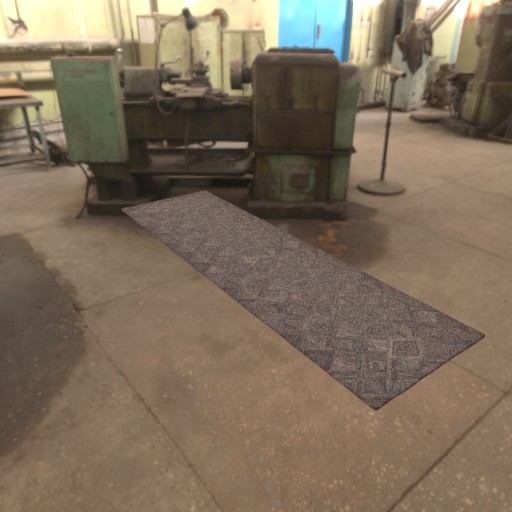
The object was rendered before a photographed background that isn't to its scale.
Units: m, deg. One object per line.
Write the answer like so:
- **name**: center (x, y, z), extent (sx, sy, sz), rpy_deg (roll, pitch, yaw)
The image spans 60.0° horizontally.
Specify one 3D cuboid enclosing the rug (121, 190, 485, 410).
- **rug**: center (0.000, 0.000, 2.477), extent (0.691, 0.011, 2.296), rpy_deg (-18, 32, -32)
